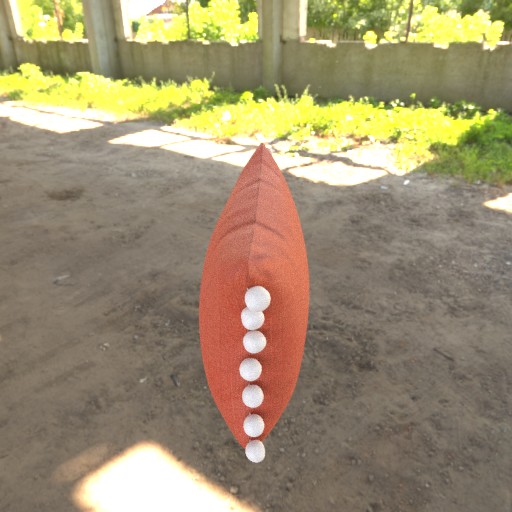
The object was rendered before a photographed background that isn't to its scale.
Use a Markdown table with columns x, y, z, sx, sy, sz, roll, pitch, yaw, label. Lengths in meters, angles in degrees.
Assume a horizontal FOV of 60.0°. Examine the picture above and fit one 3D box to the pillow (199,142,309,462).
| x | y | z | sx | sy | sz | roll | pitch | yaw | label |
| --- | --- | --- | --- | --- | --- | --- | --- | --- | --- |
| 0.000 | 0.000 | 0.855 | 0.201 | 0.322 | 0.709 | 1 | 27 | 2 | pillow |
